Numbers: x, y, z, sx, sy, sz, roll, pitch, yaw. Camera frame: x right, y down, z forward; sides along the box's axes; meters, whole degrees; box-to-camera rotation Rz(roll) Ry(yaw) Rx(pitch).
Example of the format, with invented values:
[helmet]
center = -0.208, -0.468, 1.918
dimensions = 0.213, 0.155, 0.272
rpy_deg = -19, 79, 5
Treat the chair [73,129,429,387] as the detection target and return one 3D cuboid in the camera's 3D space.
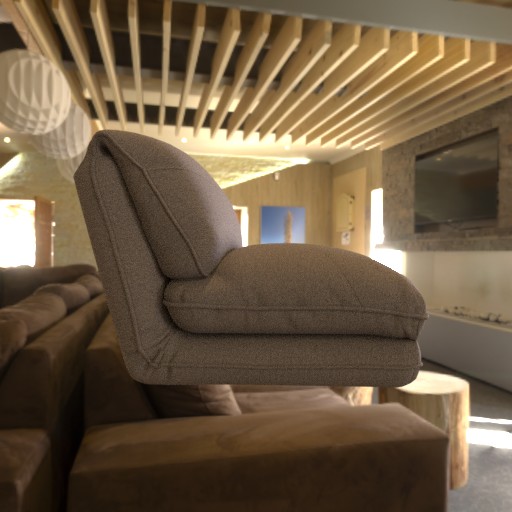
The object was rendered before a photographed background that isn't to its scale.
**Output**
[chair]
center = 0.000, 0.000, 1.333
dimensions = 0.780, 0.580, 0.820
rpy_deg = 0, 0, 2
